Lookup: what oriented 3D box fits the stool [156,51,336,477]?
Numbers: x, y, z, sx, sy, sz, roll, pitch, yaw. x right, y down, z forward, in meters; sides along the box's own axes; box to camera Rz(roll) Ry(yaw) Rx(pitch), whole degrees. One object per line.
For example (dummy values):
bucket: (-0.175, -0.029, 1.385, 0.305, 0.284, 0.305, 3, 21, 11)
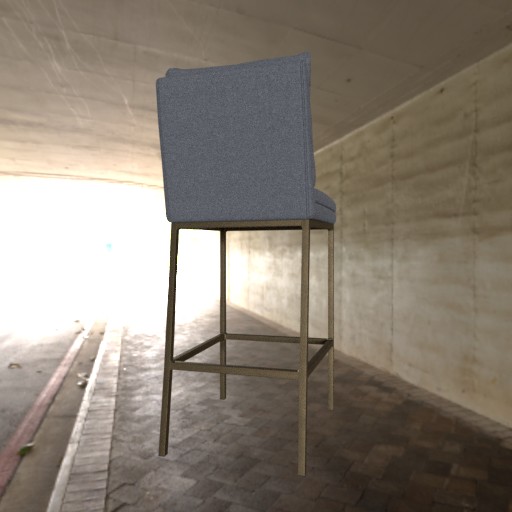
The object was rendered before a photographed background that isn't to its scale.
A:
stool: (0.000, 0.000, 1.449, 0.463, 1.130, 0.569, 0, 0, 16)
